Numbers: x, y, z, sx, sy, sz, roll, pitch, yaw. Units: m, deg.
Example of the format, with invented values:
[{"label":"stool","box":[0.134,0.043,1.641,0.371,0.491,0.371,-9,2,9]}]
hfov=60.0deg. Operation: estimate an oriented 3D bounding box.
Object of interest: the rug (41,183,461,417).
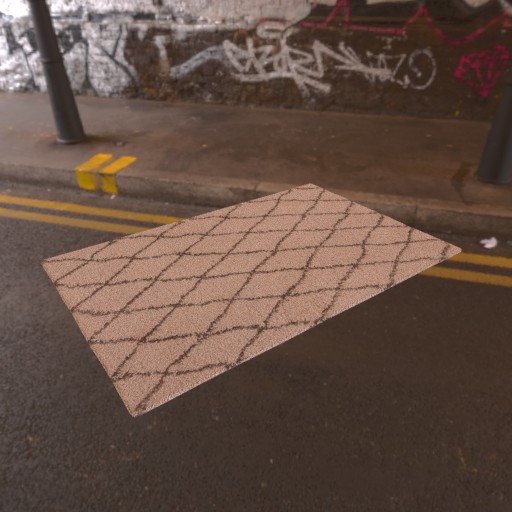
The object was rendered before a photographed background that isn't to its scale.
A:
[{"label":"rug","box":[0.000,0.000,3.426,2.743,0.030,1.778,-20,36,-31]}]
